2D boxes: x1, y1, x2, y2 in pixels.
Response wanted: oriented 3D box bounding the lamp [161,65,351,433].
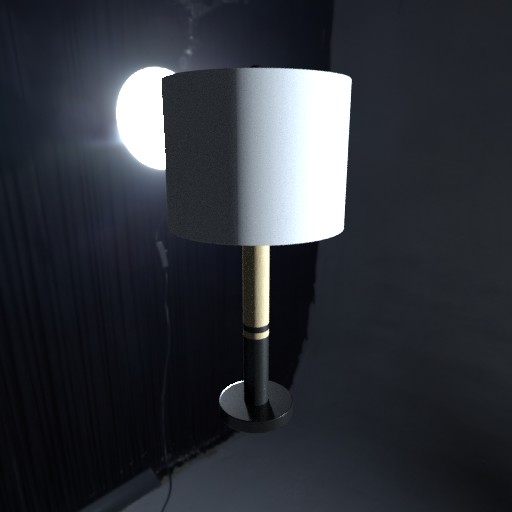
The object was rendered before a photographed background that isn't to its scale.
[{"bbox_3d":[0.000,0.000,0.801,0.305,0.640,0.305,14,21,42],"label":"lamp"}]
